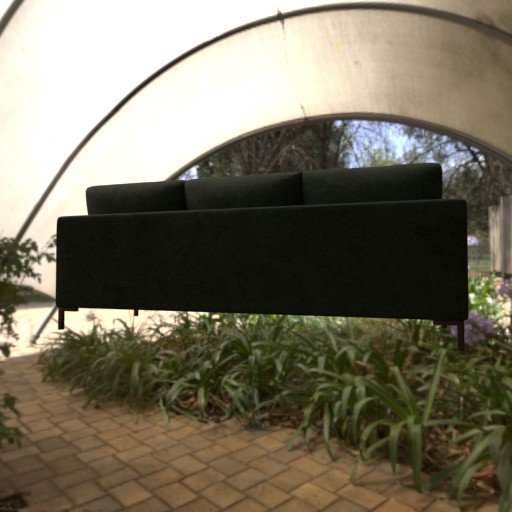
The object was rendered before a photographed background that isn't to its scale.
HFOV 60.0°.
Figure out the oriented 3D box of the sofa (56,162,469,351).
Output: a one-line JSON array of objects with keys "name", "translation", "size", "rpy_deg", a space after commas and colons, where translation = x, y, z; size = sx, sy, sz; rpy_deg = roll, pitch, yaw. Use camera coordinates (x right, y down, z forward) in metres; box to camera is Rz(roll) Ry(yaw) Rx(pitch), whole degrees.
[{"name": "sofa", "translation": [0.000, 0.000, 2.665], "size": [2.218, 0.870, 0.859], "rpy_deg": [-1, -2, 18]}]
